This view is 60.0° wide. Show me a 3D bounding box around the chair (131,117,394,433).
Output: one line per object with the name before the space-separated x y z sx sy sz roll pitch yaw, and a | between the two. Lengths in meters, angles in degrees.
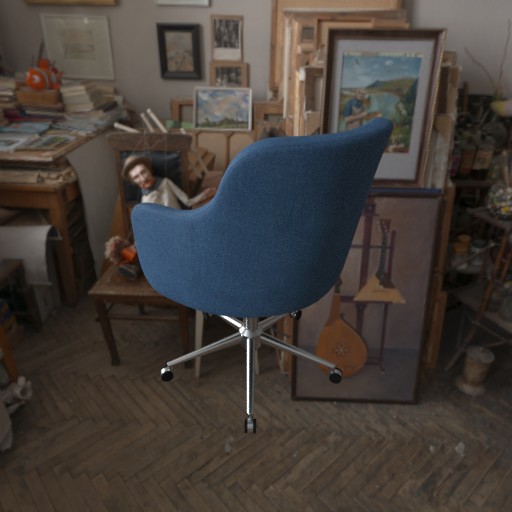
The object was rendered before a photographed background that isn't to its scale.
chair | 0.000 0.000 1.246 0.599 0.820 0.655 -19 35 -30
